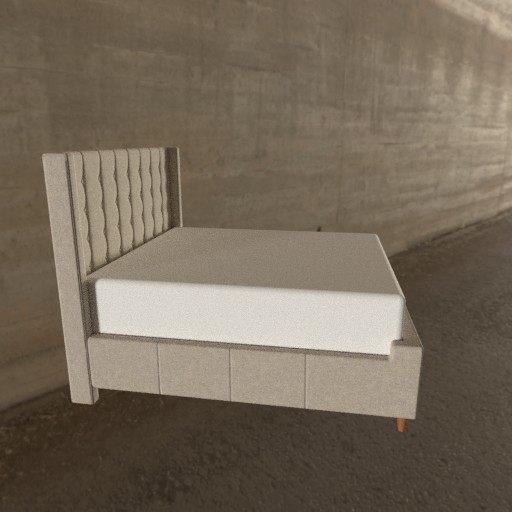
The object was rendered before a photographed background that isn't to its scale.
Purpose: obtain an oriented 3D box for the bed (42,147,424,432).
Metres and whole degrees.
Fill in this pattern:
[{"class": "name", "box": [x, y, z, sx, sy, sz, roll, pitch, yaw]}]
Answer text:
[{"class": "bed", "box": [0.000, 0.000, 3.720, 2.370, 1.743, 2.045, 3, 15, 9]}]
